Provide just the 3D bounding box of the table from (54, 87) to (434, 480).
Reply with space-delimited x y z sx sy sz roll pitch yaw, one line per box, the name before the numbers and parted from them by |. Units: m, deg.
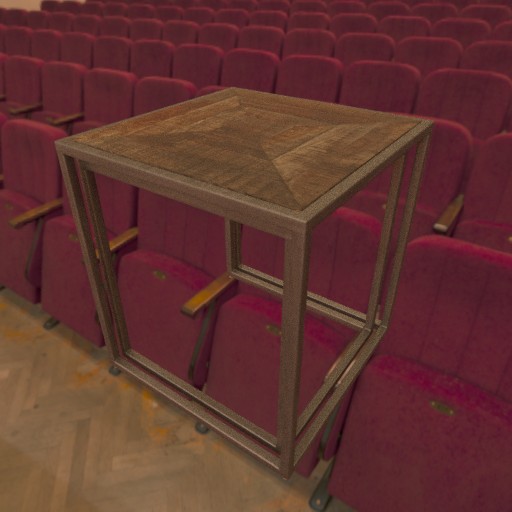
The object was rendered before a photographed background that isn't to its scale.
table | 0.000 0.000 0.865 0.449 0.500 0.450 21 39 29
